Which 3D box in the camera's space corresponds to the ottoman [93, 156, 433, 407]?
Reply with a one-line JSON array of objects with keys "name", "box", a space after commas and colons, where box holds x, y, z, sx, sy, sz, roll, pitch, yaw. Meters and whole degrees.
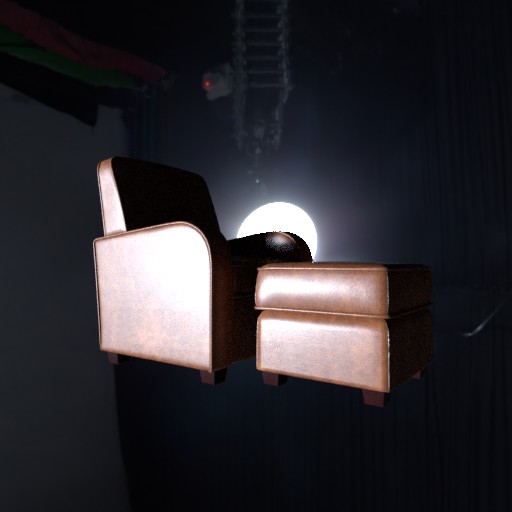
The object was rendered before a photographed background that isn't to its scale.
[{"name": "ottoman", "box": [0.000, 0.000, 1.852, 1.314, 0.904, 0.732, 0, -1, 36]}]
